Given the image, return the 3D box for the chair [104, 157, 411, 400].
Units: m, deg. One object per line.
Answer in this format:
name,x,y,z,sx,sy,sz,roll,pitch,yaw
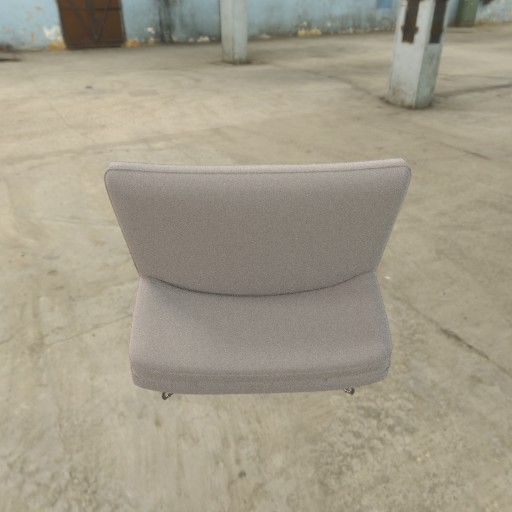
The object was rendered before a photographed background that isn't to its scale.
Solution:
chair,0.000,0.000,1.624,0.859,0.855,1.008,-1,30,-2
